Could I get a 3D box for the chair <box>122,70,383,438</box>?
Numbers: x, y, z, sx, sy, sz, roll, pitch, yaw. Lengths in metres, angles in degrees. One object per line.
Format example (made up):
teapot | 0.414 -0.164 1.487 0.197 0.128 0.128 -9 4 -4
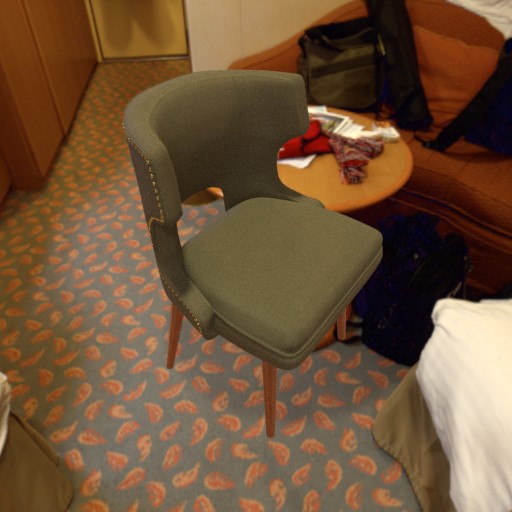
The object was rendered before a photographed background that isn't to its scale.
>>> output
chair | 0.000 0.000 1.251 0.581 0.863 0.595 25 47 26
